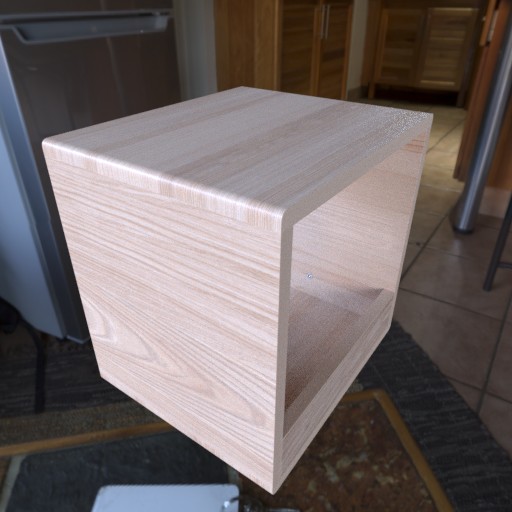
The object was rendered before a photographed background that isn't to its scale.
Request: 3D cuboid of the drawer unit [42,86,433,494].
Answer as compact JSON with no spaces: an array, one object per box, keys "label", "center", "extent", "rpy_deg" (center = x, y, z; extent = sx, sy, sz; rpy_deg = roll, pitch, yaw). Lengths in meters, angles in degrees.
[{"label":"drawer unit","center":[0.000,0.000,0.585],"extent":[0.290,0.344,0.344],"rpy_deg":[21,37,30]}]
